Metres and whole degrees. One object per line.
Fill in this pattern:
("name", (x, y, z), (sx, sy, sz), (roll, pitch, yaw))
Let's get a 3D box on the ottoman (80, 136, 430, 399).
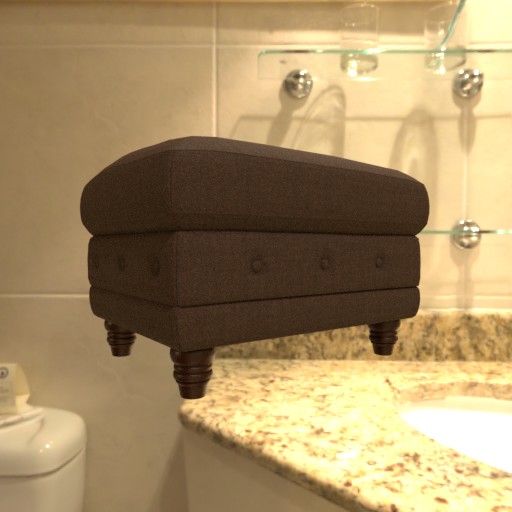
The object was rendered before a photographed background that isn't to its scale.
("ottoman", (0.000, 0.000, 1.246), (0.809, 0.555, 0.599), (-1, 1, -36))
